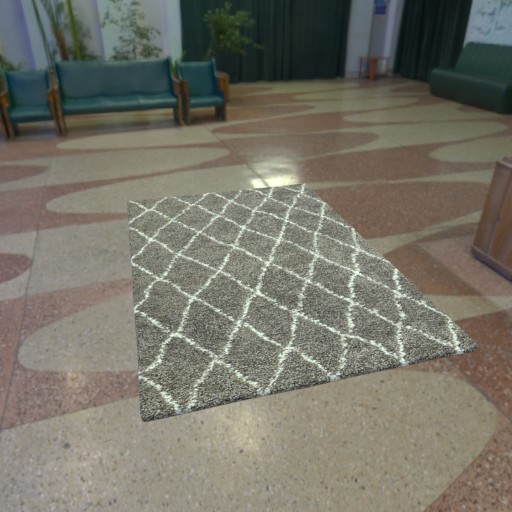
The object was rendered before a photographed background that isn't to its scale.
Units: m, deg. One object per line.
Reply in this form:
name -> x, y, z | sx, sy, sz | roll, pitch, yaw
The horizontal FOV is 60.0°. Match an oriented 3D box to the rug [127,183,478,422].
rug -> 0.000, 0.000, 2.234 | 1.219, 0.030, 1.778 | -8, 30, -13
